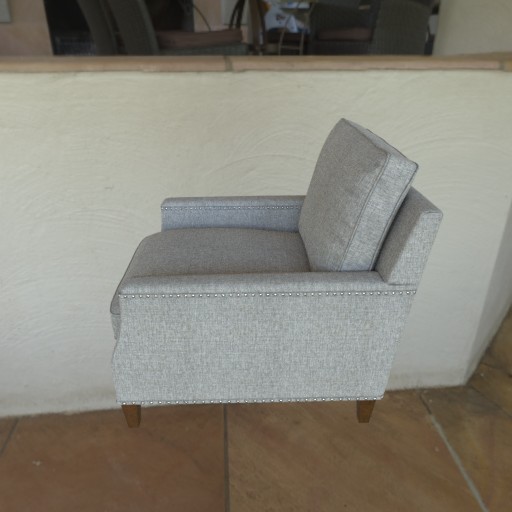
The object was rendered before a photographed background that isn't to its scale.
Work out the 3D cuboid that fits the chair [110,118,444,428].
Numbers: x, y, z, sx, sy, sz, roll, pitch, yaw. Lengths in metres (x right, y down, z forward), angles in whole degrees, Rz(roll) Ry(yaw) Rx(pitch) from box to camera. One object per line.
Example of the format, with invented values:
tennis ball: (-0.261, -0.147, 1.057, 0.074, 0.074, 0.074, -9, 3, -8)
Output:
chair: (0.000, 0.000, 1.721, 1.014, 0.943, 0.853, -1, 26, -1)
